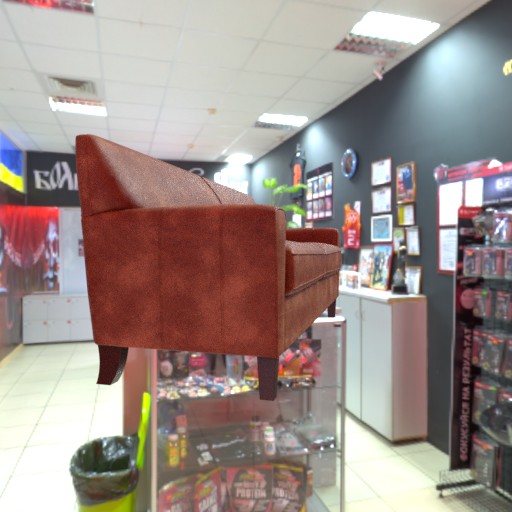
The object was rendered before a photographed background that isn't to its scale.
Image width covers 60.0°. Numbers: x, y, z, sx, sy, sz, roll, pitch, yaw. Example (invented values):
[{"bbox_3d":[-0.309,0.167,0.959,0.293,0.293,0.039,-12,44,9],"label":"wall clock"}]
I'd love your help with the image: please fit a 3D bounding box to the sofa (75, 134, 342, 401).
[{"bbox_3d":[0.000,0.000,2.501,0.805,0.947,2.053,0,1,16],"label":"sofa"}]
